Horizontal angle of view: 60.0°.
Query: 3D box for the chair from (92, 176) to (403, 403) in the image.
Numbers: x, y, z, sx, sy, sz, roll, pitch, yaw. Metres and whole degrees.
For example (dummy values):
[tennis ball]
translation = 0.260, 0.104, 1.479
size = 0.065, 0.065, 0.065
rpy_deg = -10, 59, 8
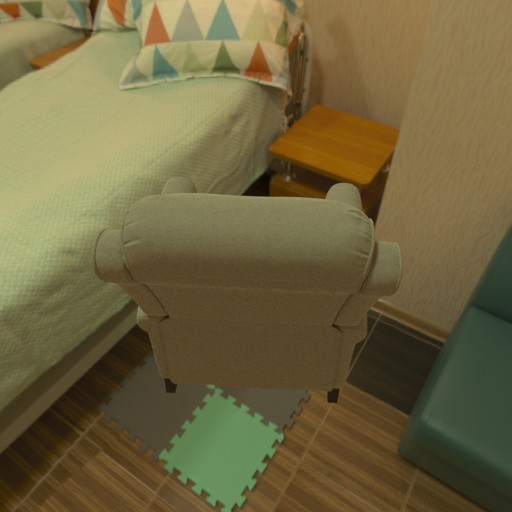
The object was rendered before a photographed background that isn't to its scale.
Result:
[chair]
translation = 0.000, 0.000, 1.726
size = 0.859, 1.046, 0.919
rpy_deg = 3, 46, 3
